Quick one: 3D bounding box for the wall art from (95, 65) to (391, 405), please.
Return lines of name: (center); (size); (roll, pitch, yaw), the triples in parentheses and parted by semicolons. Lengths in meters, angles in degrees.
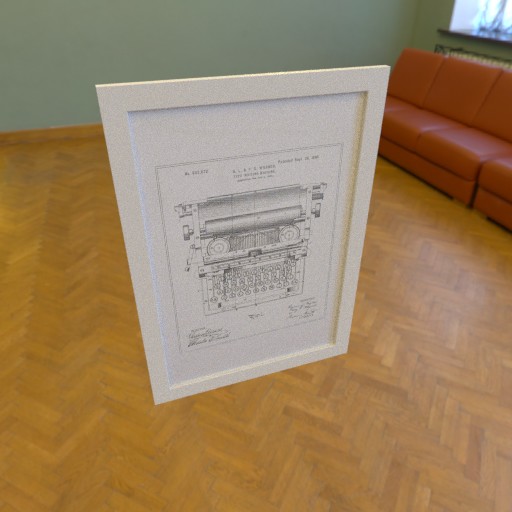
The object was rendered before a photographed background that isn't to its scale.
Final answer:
wall art: (0.000, 0.000, 0.693); (0.381, 0.533, 0.013); (-11, 34, -16)
